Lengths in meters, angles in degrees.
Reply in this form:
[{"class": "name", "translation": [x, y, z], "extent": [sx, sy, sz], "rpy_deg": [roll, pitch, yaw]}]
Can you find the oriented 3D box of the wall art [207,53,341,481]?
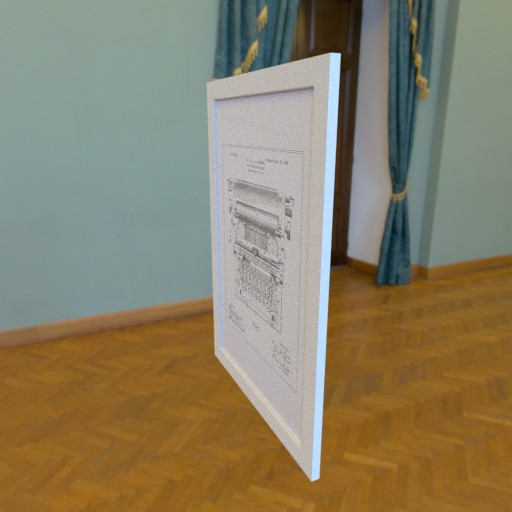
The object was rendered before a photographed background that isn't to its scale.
[{"class": "wall art", "translation": [0.000, 0.000, 0.691], "extent": [0.013, 0.533, 0.381], "rpy_deg": [-8, 18, -24]}]
